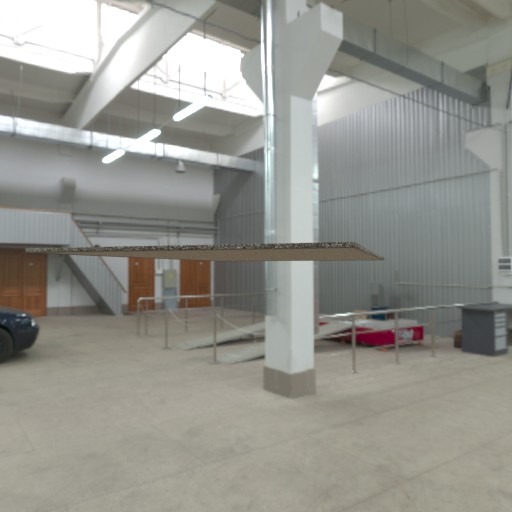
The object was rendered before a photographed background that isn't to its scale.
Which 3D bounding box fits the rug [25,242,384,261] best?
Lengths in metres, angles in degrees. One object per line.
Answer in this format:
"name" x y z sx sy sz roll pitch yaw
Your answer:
"rug" 0.000 0.000 3.445 1.802 0.026 2.699 -1 -2 19
